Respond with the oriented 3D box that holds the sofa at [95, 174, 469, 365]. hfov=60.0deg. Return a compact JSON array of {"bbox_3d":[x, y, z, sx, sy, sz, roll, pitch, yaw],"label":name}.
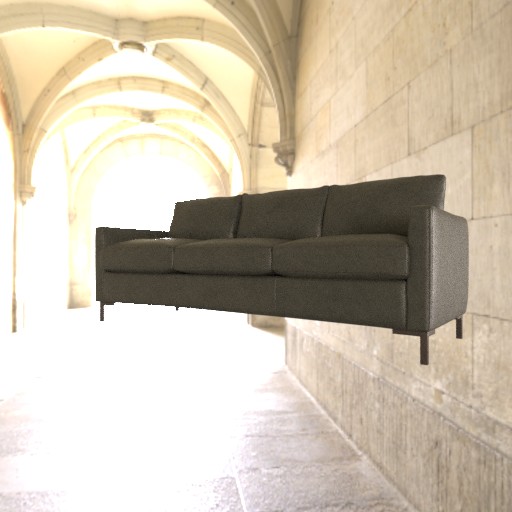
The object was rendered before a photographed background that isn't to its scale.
[{"bbox_3d":[0.000,0.000,2.427,2.029,0.805,0.748,0,0,35],"label":"sofa"}]
